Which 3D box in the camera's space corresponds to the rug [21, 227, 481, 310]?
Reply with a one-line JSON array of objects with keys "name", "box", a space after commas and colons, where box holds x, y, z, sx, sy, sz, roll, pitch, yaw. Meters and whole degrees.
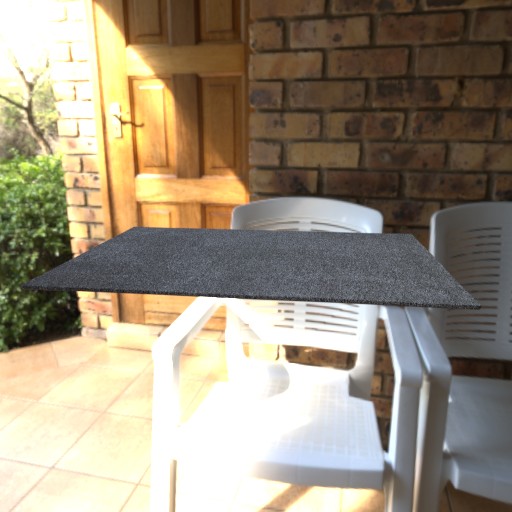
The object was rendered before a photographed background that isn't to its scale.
[{"name": "rug", "box": [0.000, 0.000, 3.428, 2.699, 0.026, 1.802, 2, 16, 7]}]
